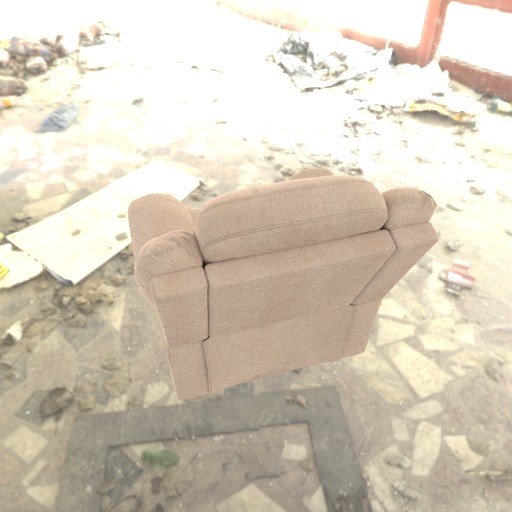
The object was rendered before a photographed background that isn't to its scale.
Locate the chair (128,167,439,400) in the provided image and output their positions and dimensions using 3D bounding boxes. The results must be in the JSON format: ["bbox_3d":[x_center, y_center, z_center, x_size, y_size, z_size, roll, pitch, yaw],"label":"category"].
[{"bbox_3d":[0.000,0.000,1.721,0.899,1.008,0.944,-11,42,-13],"label":"chair"}]
